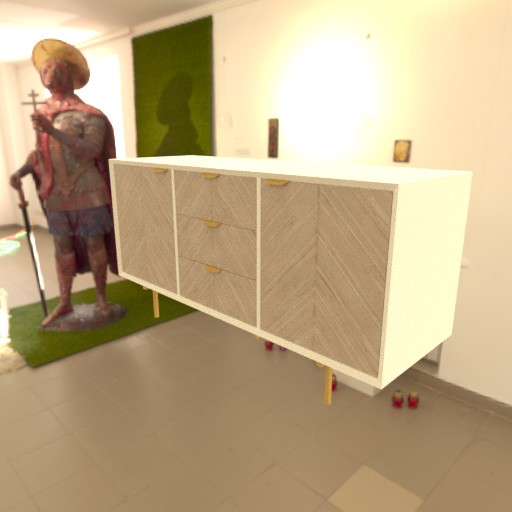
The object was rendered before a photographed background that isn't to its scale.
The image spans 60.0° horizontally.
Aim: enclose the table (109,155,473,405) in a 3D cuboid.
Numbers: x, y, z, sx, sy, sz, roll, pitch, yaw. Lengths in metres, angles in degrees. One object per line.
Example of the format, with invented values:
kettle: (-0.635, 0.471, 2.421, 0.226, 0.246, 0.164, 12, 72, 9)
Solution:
table: (0.000, 0.000, 1.894, 1.500, 0.769, 0.508, 15, 21, 43)
